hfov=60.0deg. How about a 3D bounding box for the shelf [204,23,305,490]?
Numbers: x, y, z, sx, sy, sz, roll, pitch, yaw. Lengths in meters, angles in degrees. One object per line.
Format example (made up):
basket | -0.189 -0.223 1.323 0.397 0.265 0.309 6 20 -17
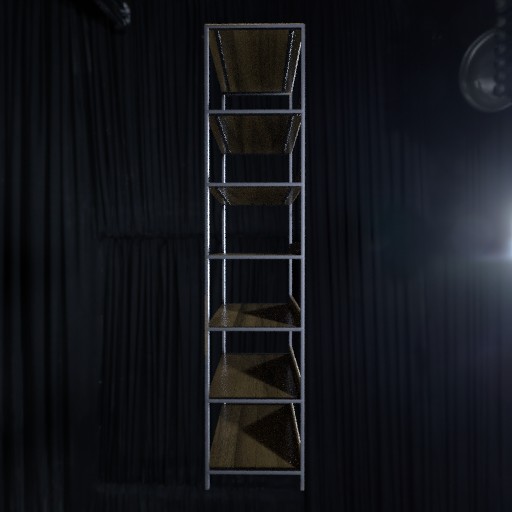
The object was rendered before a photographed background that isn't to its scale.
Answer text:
shelf | 0.000 0.000 2.328 0.431 2.015 0.847 0 1 1
